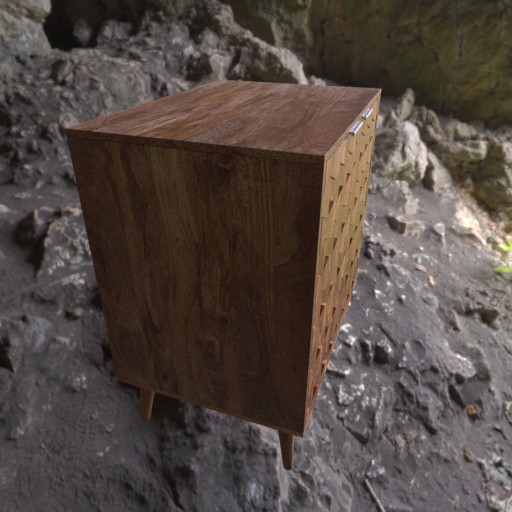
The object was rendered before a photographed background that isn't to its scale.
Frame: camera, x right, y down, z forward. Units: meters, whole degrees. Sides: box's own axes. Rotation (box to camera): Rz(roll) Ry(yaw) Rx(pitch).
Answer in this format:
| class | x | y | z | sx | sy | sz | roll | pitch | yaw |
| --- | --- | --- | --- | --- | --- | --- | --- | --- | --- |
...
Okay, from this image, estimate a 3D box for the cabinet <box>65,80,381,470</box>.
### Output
| class | x | y | z | sx | sy | sz | roll | pitch | yaw |
| --- | --- | --- | --- | --- | --- | --- | --- | --- | --- |
| cabinet | 0.000 | 0.000 | 1.154 | 0.473 | 0.758 | 0.647 | 11 | 31 | 18 |
